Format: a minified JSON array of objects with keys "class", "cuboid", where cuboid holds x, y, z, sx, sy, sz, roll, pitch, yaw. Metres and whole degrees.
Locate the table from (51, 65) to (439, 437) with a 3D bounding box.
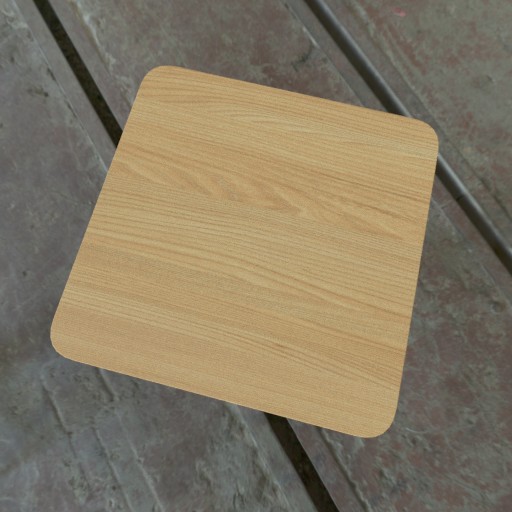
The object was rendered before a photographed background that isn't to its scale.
[{"class":"table","cuboid":[0.000,0.000,1.228,0.750,0.450,0.750,14,75,4]}]
